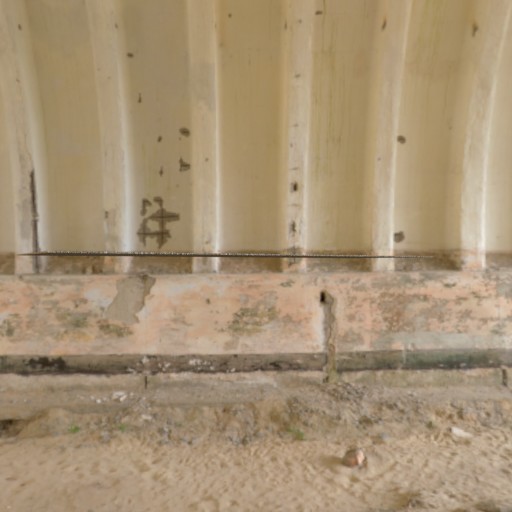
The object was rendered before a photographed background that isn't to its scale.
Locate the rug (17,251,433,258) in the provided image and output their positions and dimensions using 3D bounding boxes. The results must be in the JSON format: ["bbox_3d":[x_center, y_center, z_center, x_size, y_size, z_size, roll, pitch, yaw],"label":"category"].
[{"bbox_3d":[0.000,0.000,2.648,2.438,0.006,0.783,1,-1,-36],"label":"rug"}]
